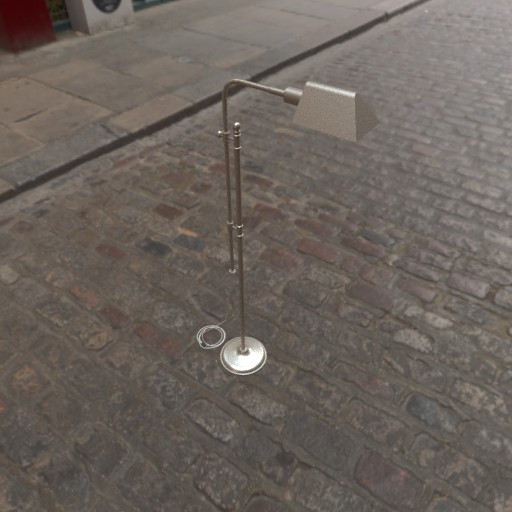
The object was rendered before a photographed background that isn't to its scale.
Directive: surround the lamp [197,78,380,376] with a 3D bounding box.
[{"bbox_3d":[0.000,0.000,1.917,0.813,1.571,0.256,26,47,27],"label":"lamp"}]
